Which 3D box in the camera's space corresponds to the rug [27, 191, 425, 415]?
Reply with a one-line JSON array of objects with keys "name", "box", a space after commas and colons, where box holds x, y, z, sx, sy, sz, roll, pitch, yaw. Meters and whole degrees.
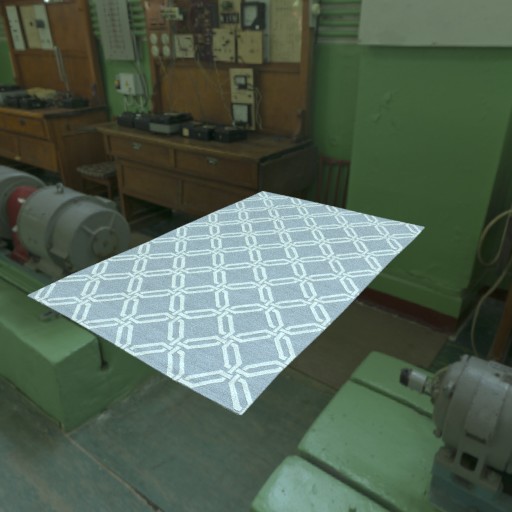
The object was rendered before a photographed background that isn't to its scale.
[{"name": "rug", "box": [0.000, 0.000, 2.208, 1.148, 0.010, 1.754, 18, 31, 32]}]
